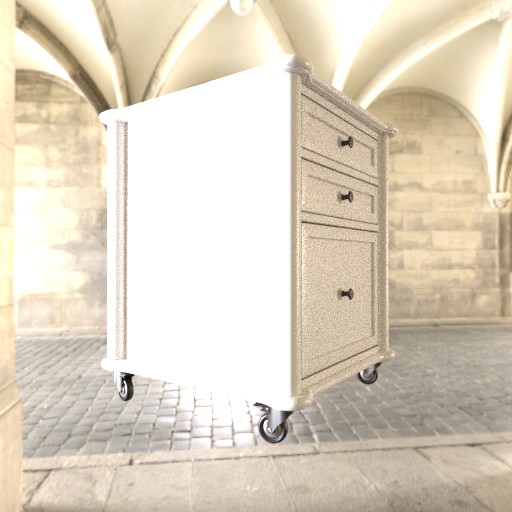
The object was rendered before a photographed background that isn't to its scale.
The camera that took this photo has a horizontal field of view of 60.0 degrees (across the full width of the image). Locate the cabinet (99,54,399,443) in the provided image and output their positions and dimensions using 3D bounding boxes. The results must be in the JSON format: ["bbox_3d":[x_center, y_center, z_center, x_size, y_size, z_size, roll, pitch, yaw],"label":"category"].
[{"bbox_3d":[0.000,0.000,1.243,0.627,0.761,0.628,0,0,35],"label":"cabinet"}]
